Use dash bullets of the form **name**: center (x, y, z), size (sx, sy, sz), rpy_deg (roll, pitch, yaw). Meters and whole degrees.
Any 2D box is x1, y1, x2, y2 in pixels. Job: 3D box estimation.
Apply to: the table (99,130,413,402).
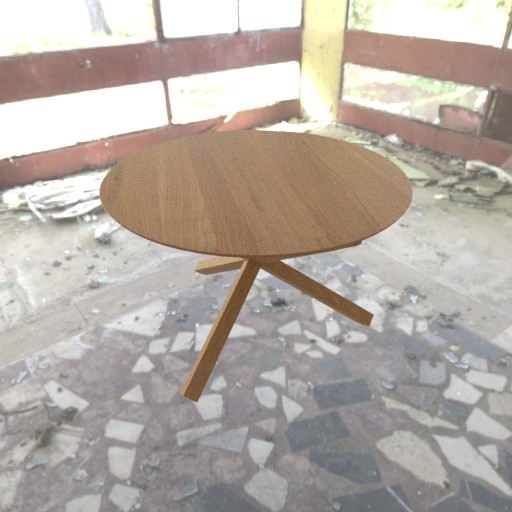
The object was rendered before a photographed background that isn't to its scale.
- **table**: center (0.000, 0.000, 1.709), size (1.038, 0.666, 1.038), rpy_deg (0, 33, 0)
